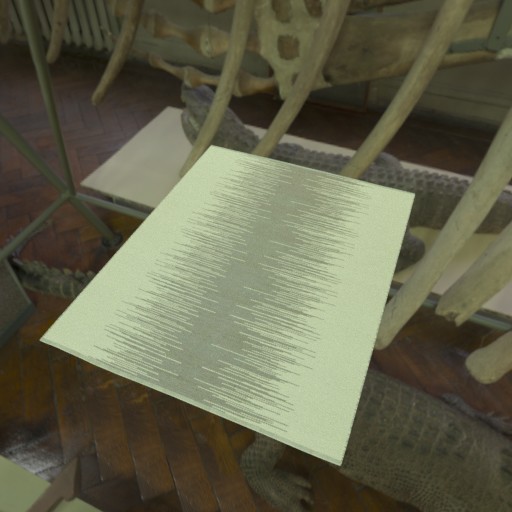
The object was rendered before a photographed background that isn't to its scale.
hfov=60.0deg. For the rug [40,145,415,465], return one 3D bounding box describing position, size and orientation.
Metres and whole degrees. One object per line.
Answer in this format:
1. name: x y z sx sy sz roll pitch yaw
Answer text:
1. rug: 0.000 0.000 4.137 2.453 0.010 3.037 17 49 15
